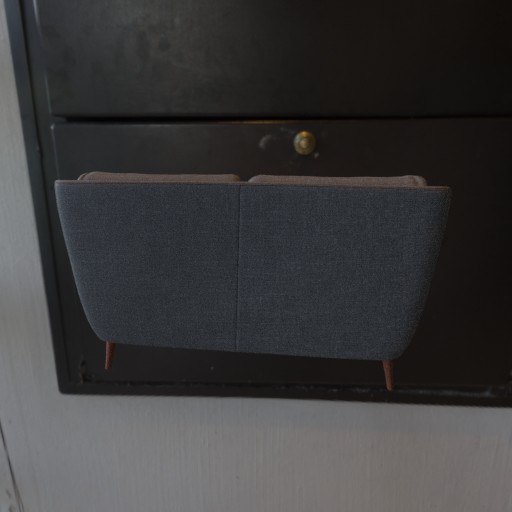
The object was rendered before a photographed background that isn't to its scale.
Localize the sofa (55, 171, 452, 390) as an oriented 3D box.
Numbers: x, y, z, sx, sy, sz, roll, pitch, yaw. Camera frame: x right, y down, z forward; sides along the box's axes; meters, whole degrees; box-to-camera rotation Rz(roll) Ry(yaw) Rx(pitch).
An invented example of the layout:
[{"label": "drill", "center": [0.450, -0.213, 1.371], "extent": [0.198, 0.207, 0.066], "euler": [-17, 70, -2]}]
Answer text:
[{"label": "sofa", "center": [0.000, 0.000, 2.220], "extent": [1.646, 0.887, 0.976], "euler": [2, 17, 7]}]
